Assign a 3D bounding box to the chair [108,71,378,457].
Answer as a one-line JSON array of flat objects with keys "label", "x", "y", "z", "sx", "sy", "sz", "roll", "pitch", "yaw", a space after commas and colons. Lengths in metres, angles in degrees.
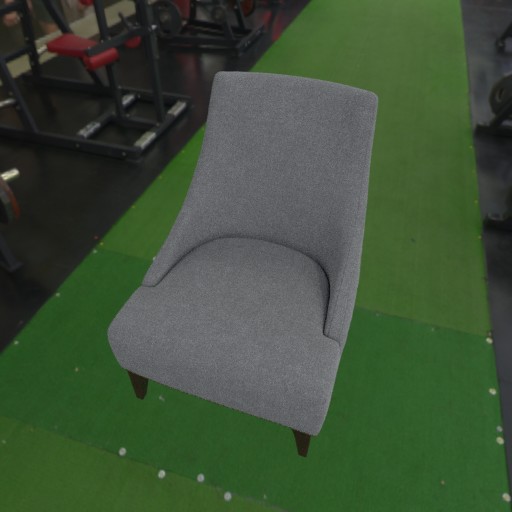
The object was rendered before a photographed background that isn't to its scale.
[{"label": "chair", "x": 0.000, "y": 0.000, "z": 1.484, "sx": 0.701, "sy": 0.909, "sz": 0.861, "roll": 14, "pitch": 45, "yaw": 14}]
